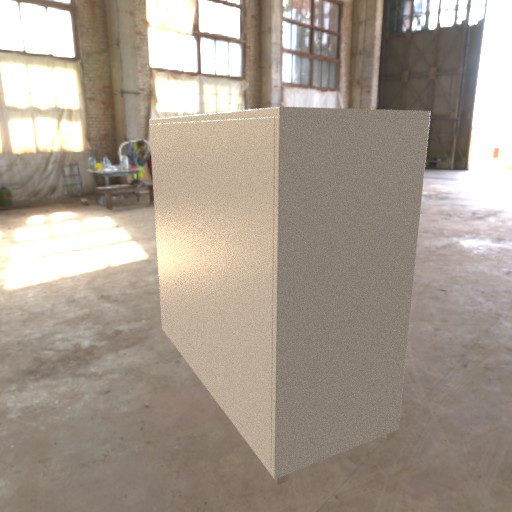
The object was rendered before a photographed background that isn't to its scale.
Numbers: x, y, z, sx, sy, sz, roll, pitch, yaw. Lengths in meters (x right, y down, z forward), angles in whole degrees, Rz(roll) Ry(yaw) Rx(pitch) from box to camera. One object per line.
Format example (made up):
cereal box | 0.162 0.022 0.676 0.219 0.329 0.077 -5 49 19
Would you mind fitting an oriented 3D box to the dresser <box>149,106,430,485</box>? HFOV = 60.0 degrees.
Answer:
dresser | 0.000 0.000 1.663 0.460 1.000 1.100 -8 17 -26
